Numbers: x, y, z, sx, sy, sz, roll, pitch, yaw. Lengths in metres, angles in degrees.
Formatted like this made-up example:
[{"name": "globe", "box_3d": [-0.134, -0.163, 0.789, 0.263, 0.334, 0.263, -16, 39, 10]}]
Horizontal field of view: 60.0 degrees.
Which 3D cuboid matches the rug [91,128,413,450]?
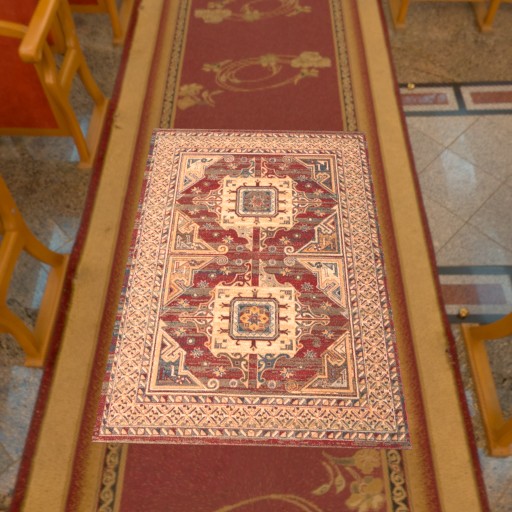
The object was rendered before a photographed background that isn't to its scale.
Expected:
[{"name": "rug", "box_3d": [0.000, 0.000, 2.776, 1.599, 0.011, 2.210, 1, 59, 1]}]
